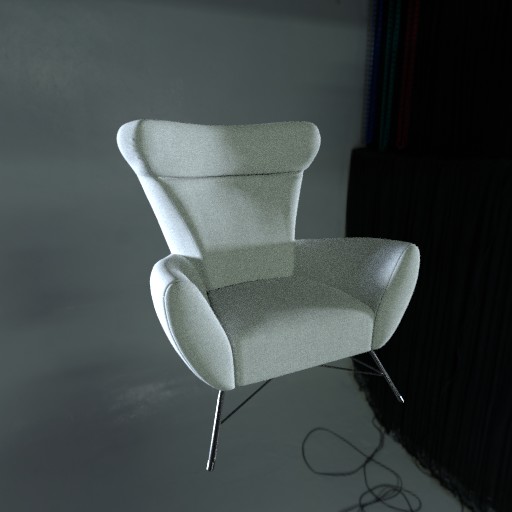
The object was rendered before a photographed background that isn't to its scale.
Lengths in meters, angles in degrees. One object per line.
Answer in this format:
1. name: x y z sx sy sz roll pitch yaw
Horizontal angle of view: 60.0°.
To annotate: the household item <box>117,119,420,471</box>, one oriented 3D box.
1. household item: 0.000 0.000 1.773 0.980 1.050 0.900 -8 17 -26
